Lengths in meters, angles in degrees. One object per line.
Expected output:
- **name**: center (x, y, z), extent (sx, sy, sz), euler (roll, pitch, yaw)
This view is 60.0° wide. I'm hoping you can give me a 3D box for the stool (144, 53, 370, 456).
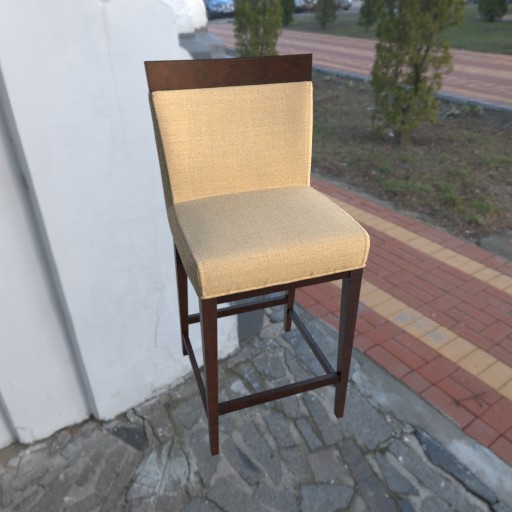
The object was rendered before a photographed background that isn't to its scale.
- **stool**: center (0.000, 0.000, 1.412), extent (0.511, 1.117, 0.531), euler (-10, 33, -16)
